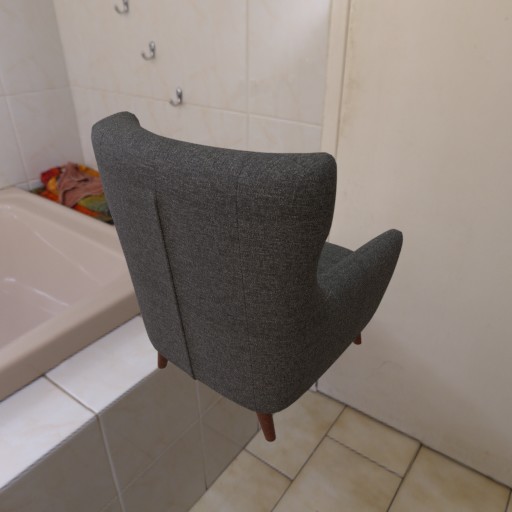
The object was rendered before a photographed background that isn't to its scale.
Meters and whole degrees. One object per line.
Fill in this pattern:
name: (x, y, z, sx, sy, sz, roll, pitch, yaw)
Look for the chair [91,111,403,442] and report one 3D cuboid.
chair: (0.000, 0.000, 1.723, 0.878, 1.063, 0.904, 21, 36, 33)
